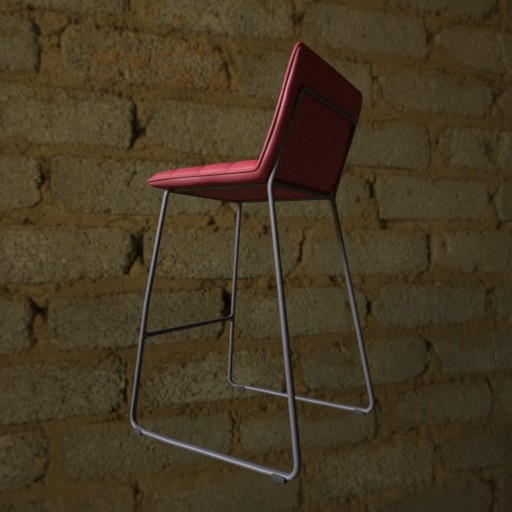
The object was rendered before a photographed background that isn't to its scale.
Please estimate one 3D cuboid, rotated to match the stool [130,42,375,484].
[{"bbox_3d":[0.000,0.000,1.238,0.524,0.937,0.489,0,0,34],"label":"stool"}]
